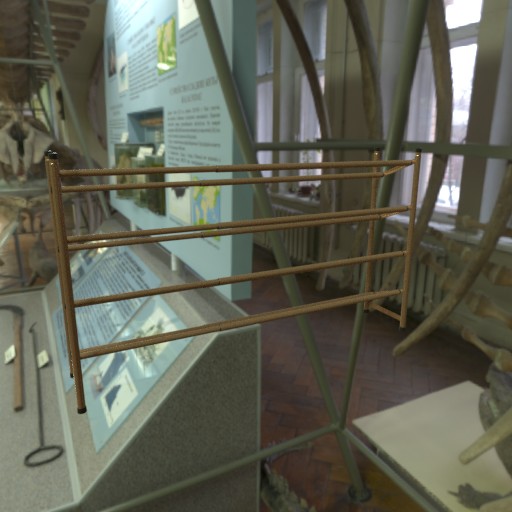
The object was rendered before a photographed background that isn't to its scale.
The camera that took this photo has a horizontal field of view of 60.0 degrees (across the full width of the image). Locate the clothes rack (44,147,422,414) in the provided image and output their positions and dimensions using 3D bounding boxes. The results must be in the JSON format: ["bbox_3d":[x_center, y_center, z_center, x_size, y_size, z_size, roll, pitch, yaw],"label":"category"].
[{"bbox_3d":[0.000,0.000,1.435,1.168,0.672,0.229,-7,16,-26],"label":"clothes rack"}]
